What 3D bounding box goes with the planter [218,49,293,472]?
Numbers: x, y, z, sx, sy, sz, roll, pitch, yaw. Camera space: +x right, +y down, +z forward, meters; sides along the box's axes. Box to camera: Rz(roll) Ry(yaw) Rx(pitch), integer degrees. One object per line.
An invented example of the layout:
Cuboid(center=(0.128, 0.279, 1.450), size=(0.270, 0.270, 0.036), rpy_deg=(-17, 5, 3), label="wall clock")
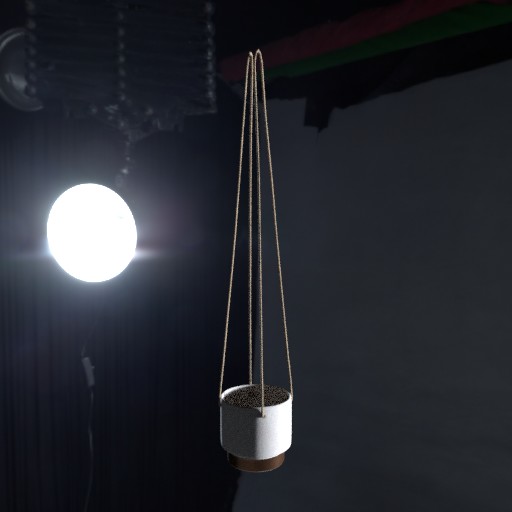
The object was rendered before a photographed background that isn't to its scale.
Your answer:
Cuboid(center=(0.000, 0.000, 0.912), size=(0.146, 0.841, 0.146), rpy_deg=(1, 1, 35), label="planter")
